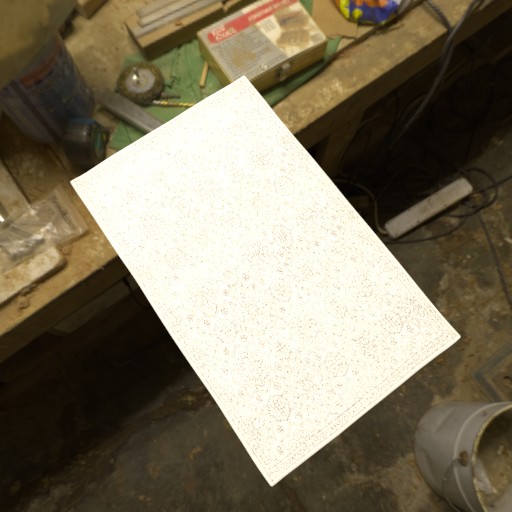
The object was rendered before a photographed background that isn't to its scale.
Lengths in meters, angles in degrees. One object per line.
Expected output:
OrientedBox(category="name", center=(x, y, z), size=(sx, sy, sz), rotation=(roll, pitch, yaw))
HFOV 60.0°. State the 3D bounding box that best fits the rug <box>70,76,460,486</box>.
OrientedBox(category="rug", center=(0.000, 0.000, 3.006), size=(1.518, 0.023, 2.434), rotation=(-35, 78, -9))
